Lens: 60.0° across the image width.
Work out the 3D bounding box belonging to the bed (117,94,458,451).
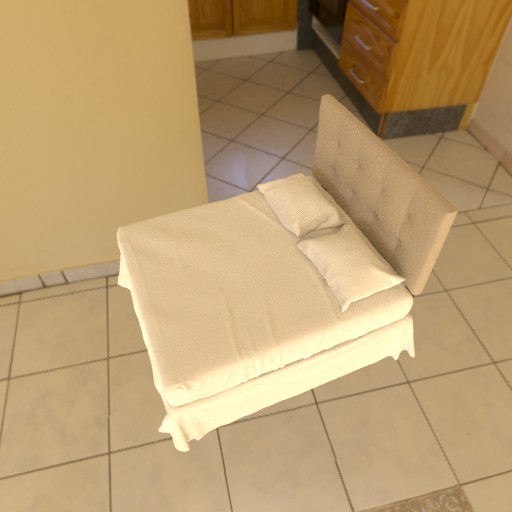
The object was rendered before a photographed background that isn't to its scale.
[{"bbox_3d":[0.000,0.000,3.542,2.222,1.577,1.936,-17,50,-15],"label":"bed"}]
